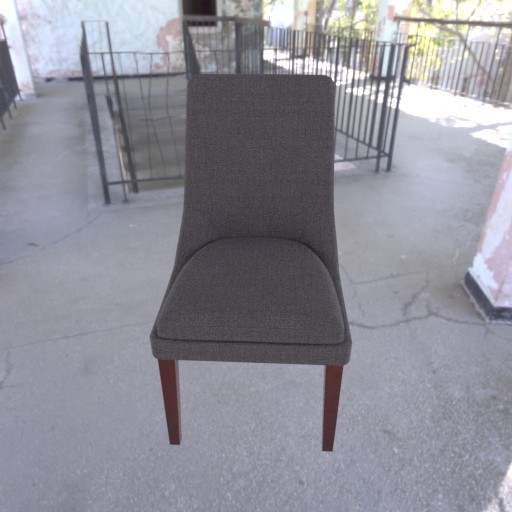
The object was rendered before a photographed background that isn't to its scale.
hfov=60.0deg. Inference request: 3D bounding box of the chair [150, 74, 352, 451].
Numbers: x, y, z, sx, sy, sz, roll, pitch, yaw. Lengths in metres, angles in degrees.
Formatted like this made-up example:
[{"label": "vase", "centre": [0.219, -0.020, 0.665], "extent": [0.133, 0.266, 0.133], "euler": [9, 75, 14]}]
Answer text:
[{"label": "chair", "centre": [0.000, 0.000, 1.344], "extent": [0.508, 0.952, 0.655], "euler": [1, 30, 2]}]
